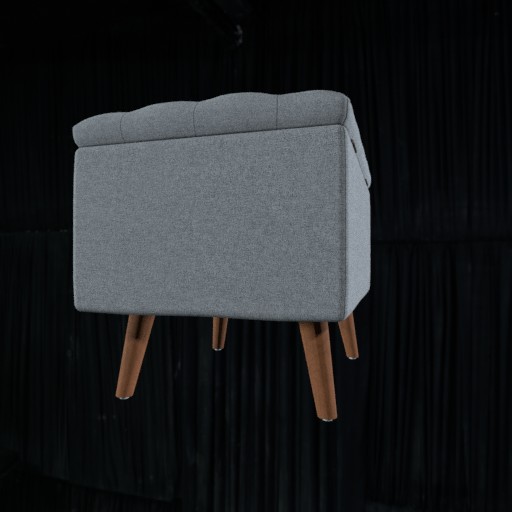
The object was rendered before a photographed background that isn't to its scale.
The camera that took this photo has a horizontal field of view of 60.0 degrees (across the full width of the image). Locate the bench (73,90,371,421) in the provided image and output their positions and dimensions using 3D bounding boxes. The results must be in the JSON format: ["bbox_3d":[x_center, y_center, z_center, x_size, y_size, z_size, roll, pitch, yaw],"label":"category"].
[{"bbox_3d":[0.000,0.000,0.876,0.417,0.469,0.572,0,-1,17],"label":"bench"}]
